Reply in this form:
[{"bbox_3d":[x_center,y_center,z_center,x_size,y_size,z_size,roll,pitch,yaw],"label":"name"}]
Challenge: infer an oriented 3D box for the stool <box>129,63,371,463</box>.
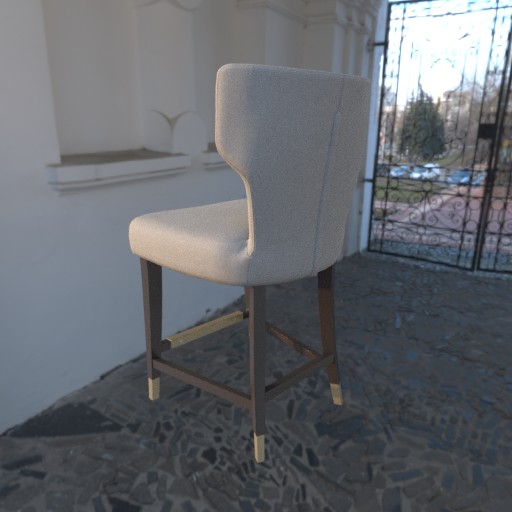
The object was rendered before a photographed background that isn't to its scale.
[{"bbox_3d":[0.000,0.000,1.303,0.527,0.982,0.563,-16,23,-42],"label":"stool"}]
